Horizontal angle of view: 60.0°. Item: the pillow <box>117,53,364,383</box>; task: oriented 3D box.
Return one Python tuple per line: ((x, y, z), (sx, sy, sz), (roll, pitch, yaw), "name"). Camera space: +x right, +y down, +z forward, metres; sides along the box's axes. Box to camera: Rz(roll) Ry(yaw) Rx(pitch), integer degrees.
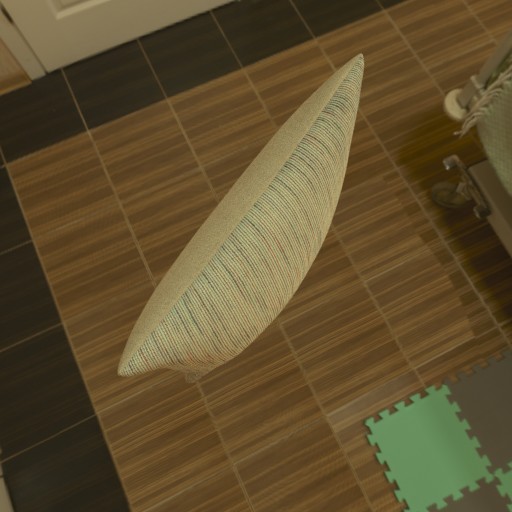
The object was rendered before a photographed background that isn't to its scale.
((0.000, 0.000, 0.770), (0.178, 0.506, 0.512), (34, 77, 9), "pillow")
